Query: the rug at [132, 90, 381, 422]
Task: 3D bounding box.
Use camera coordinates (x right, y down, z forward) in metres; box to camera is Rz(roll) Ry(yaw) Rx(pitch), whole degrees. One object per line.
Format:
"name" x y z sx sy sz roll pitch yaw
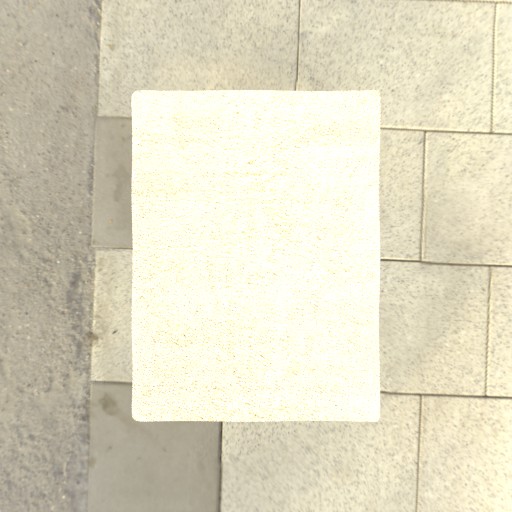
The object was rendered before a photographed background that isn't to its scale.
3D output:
"rug" 0.000 0.000 2.149 1.200 0.027 1.600 0 90 0
